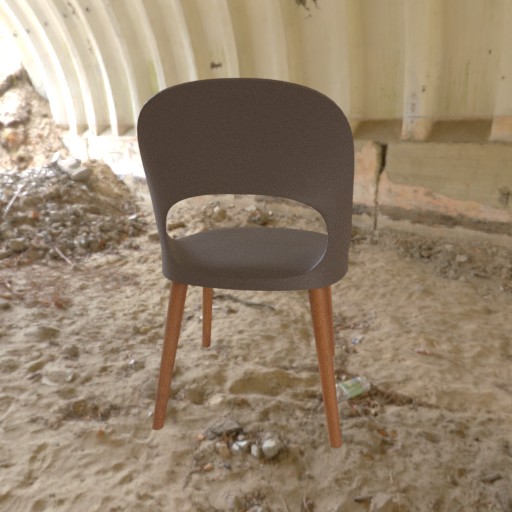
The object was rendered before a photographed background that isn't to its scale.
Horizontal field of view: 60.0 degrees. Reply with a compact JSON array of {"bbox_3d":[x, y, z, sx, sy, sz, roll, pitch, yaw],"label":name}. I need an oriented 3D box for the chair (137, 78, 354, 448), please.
[{"bbox_3d":[0.000,0.000,1.142,0.470,0.794,0.556,2,15,8],"label":"chair"}]
